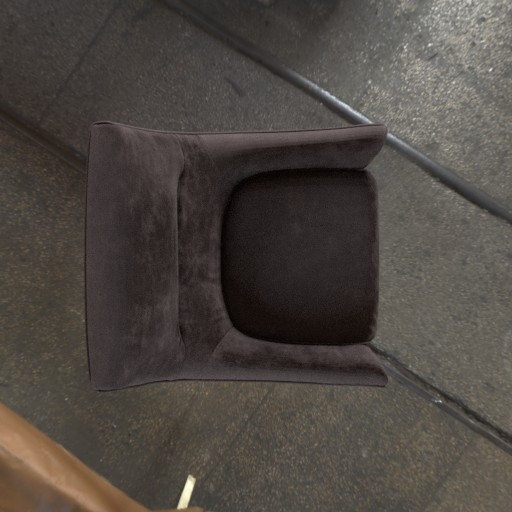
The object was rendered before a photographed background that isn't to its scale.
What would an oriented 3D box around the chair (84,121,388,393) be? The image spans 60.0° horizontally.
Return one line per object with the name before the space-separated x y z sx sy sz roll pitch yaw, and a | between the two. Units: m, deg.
chair | 0.000 0.000 1.403 0.787 0.838 0.762 0 90 1
